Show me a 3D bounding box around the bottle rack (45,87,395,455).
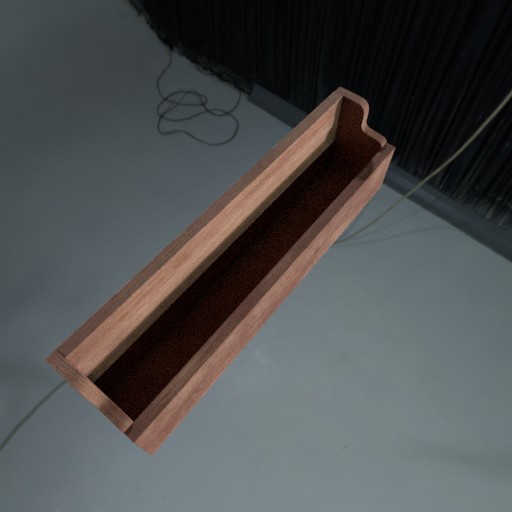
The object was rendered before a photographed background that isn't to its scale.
[{"bbox_3d":[0.000,0.000,0.688,0.126,0.196,0.608,34,64,19],"label":"bottle rack"}]
